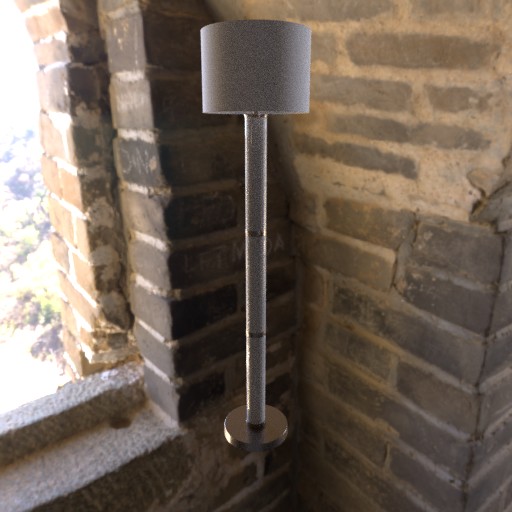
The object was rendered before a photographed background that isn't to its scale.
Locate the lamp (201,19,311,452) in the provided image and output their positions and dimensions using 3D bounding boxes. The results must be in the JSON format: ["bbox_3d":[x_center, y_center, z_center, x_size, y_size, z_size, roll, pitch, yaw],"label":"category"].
[{"bbox_3d":[0.000,0.000,1.731,0.377,1.599,0.377,2,17,7],"label":"lamp"}]
